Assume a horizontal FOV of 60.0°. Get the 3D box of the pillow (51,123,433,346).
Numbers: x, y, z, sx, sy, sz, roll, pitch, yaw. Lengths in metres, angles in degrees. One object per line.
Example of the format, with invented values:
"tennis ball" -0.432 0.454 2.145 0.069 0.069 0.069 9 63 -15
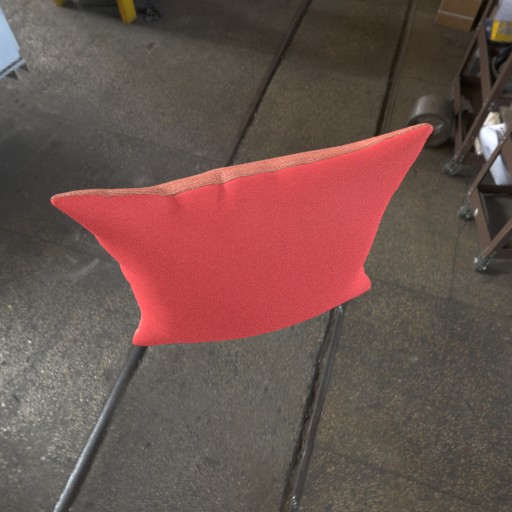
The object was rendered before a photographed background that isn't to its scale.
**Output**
"pillow" 0.000 0.000 0.805 0.559 0.501 0.229 -13 59 -8
